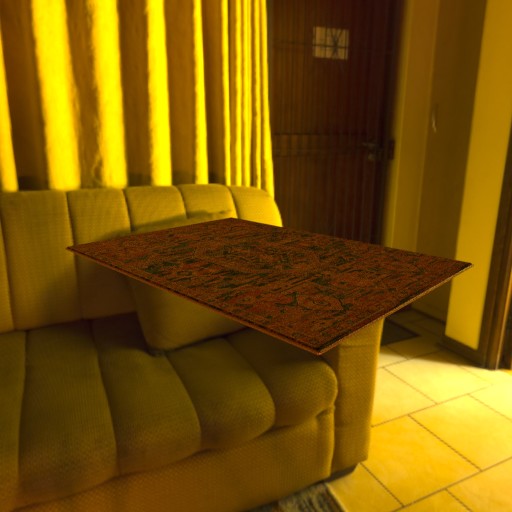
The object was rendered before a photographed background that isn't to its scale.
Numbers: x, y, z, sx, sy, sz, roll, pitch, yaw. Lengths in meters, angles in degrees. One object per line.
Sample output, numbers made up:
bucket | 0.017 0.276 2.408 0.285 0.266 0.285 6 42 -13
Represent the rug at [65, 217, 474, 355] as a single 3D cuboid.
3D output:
rug | 0.000 0.000 2.918 2.204 0.024 1.588 15 21 42
